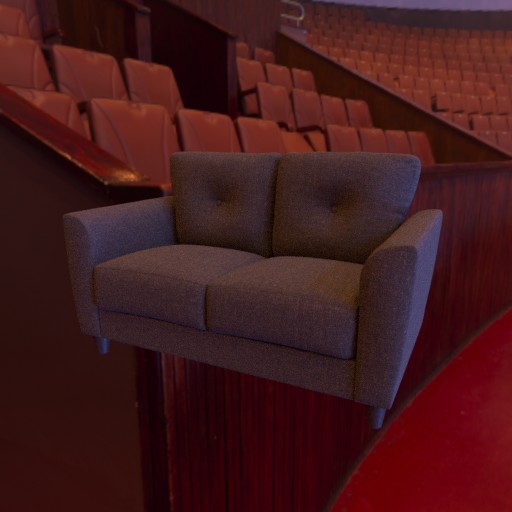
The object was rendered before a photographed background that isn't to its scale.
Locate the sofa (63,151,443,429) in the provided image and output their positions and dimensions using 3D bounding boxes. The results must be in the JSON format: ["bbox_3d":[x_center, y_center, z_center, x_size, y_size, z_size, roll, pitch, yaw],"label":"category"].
[{"bbox_3d":[0.000,0.000,1.934,1.423,0.885,0.851,7,15,26],"label":"sofa"}]
